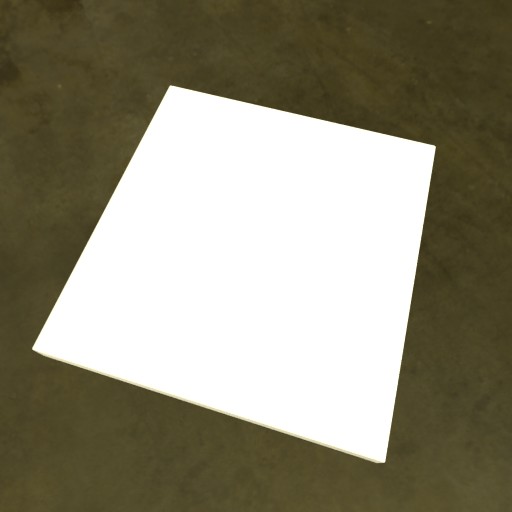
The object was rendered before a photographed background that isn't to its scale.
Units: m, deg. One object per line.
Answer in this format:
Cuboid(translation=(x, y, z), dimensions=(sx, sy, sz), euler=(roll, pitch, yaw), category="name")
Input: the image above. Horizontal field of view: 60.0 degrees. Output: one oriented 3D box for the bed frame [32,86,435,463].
Cuboid(translation=(0.000, 0.000, 2.953), dimensions=(1.930, 0.559, 2.032), euler=(15, 65, 7), category="bed frame")
